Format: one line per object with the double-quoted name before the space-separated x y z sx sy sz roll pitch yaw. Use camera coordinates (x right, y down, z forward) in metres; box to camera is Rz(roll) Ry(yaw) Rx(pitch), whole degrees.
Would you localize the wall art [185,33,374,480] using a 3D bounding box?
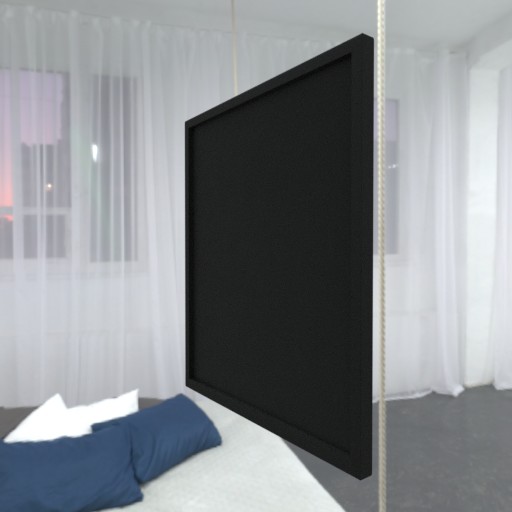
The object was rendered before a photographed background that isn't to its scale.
"wall art" 0.000 0.000 0.682 0.021 0.508 0.432 -1 1 -36
